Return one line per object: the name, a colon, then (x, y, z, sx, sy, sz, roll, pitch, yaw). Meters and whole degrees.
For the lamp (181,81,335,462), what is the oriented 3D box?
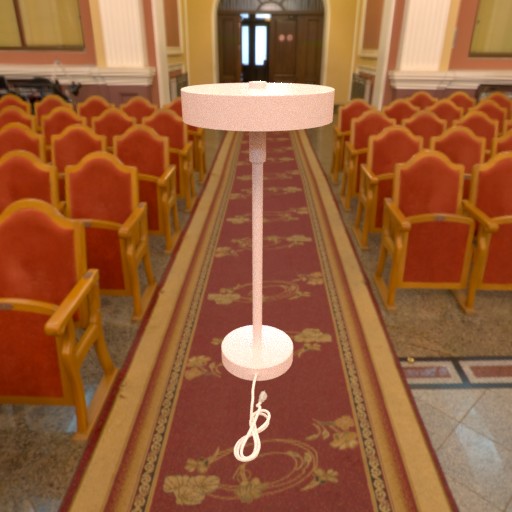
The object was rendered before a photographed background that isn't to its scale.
lamp: (0.000, 0.000, 0.706, 0.229, 0.508, 0.369, 1, 25, 2)
